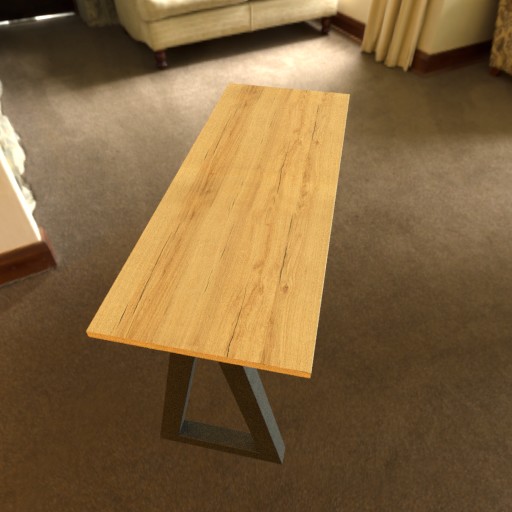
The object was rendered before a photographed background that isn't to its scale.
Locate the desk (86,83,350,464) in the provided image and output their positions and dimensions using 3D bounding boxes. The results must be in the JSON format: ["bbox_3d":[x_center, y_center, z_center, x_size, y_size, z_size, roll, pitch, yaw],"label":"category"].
[{"bbox_3d":[0.000,0.000,1.790,0.550,0.760,1.400,9,46,8],"label":"desk"}]
